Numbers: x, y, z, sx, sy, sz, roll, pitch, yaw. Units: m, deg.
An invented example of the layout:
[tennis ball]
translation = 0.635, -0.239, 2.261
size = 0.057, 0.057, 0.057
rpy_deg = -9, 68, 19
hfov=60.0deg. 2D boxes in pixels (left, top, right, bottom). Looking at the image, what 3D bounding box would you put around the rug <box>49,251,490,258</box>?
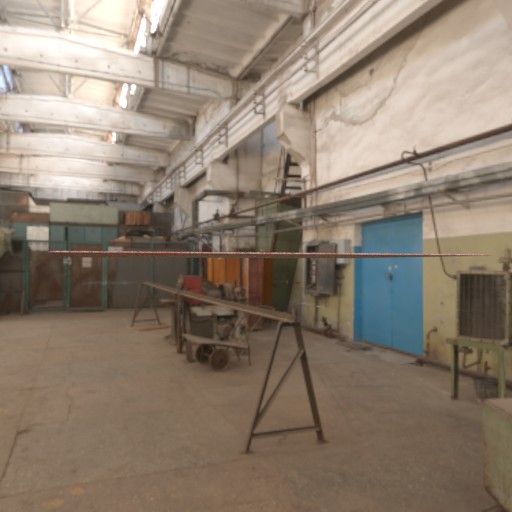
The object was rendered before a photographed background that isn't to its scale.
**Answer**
[rug]
translation = 0.000, 0.000, 2.278
size = 1.829, 0.006, 1.219
rpy_deg = 0, -1, -19
